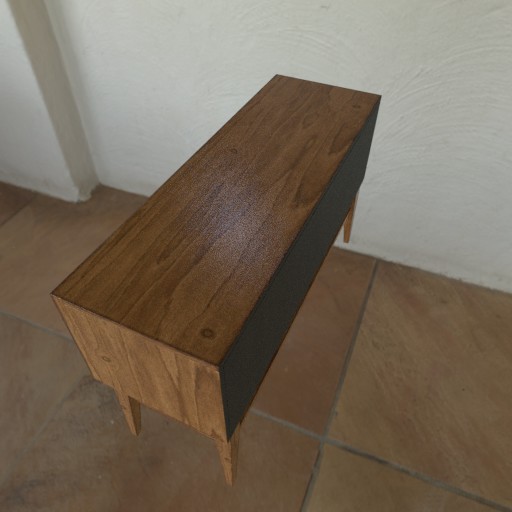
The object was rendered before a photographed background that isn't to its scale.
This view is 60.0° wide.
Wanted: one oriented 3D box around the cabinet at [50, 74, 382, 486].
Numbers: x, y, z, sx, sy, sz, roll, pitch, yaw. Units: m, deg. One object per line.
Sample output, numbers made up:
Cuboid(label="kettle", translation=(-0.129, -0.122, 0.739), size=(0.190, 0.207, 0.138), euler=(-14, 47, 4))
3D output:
Cuboid(label="cabinet", translation=(0.000, 0.000, 1.716), size=(0.477, 0.802, 1.363), euler=(19, 49, 17))
